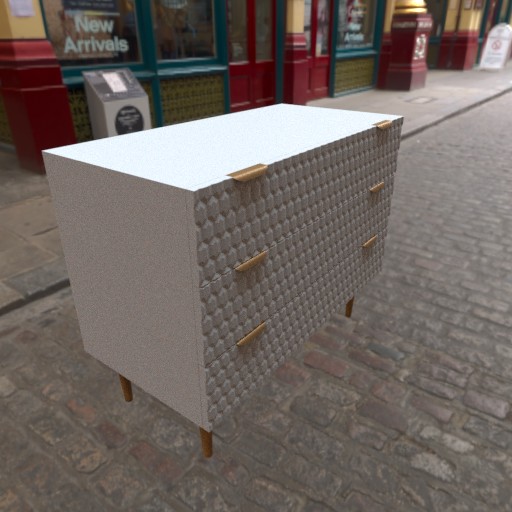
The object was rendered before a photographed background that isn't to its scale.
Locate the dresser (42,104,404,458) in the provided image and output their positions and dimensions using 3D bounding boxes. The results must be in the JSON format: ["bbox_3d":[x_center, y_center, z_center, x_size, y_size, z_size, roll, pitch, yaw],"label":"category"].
[{"bbox_3d":[0.000,0.000,1.302,0.457,0.721,0.905,19,32,33],"label":"dresser"}]
